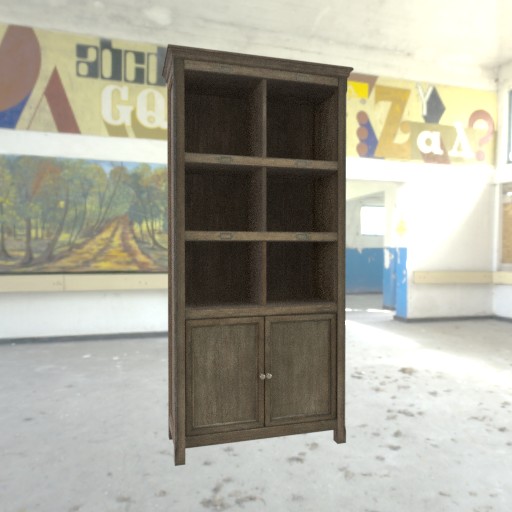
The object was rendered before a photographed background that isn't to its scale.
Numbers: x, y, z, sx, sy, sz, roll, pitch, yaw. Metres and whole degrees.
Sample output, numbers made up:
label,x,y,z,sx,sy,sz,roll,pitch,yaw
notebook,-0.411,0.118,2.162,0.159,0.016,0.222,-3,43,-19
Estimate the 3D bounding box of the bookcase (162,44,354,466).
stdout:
label,x,y,z,sx,sy,sz,roll,pitch,yaw
bookcase,0.000,0.000,2.246,0.906,1.880,0.348,0,1,-16
